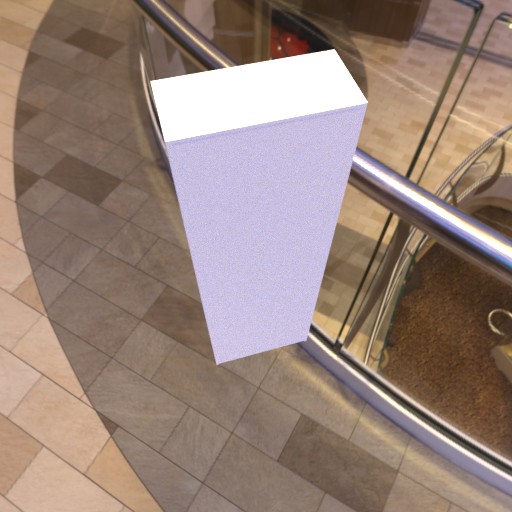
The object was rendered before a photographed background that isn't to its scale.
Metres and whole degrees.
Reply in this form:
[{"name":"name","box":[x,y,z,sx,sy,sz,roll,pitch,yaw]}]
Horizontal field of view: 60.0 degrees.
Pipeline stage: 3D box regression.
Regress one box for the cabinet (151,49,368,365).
[{"name":"cabinet","box":[0.000,0.000,1.844,0.520,1.630,0.255,-13,59,-8]}]
